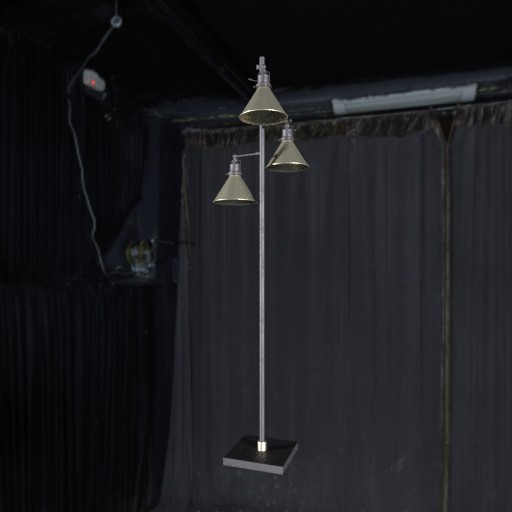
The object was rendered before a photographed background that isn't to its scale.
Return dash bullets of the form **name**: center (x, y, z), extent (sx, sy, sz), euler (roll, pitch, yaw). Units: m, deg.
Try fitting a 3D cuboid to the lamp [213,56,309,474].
- **lamp**: center (0.000, 0.000, 1.901), extent (0.415, 1.716, 0.428), euler (0, -1, 18)
